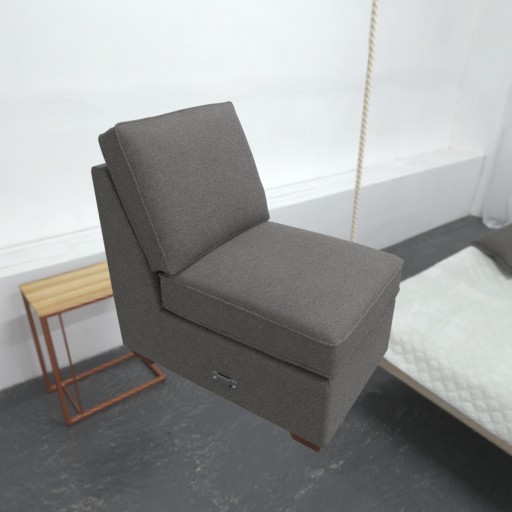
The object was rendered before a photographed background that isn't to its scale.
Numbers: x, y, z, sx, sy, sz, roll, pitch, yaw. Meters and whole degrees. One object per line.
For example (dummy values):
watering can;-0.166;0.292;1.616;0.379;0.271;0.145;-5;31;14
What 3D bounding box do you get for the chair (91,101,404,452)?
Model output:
chair;0.000;0.000;1.618;0.938;0.970;0.621;17;32;30
